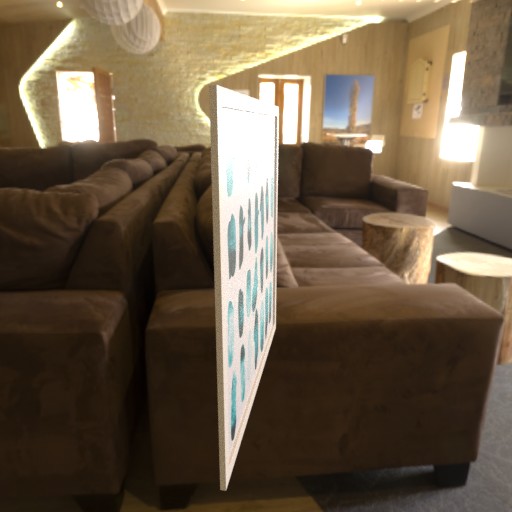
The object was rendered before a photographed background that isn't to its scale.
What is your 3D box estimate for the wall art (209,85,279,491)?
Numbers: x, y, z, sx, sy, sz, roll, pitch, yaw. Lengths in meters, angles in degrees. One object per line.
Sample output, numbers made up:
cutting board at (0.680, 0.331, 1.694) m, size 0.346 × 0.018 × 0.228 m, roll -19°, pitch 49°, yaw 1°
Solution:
wall art at (0.000, 0.000, 0.838) m, size 0.009 × 0.559 × 0.558 m, roll 3°, pitch 16°, yaw 10°
